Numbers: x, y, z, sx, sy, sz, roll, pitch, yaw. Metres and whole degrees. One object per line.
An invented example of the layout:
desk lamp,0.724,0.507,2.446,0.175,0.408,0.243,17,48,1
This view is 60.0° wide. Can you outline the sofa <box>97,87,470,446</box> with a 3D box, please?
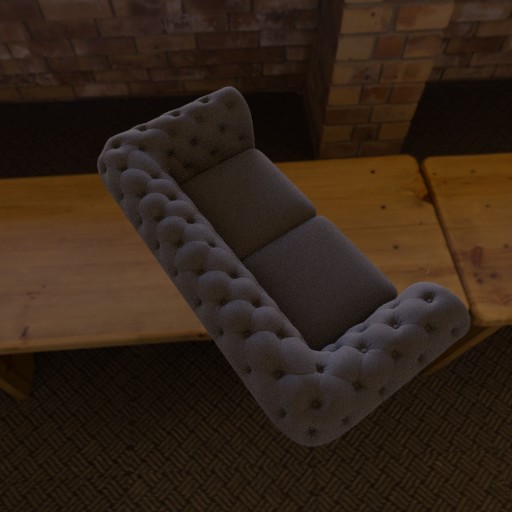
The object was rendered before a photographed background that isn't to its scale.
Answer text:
sofa,0.000,0.000,2.475,0.986,0.764,1.998,-32,64,-18
